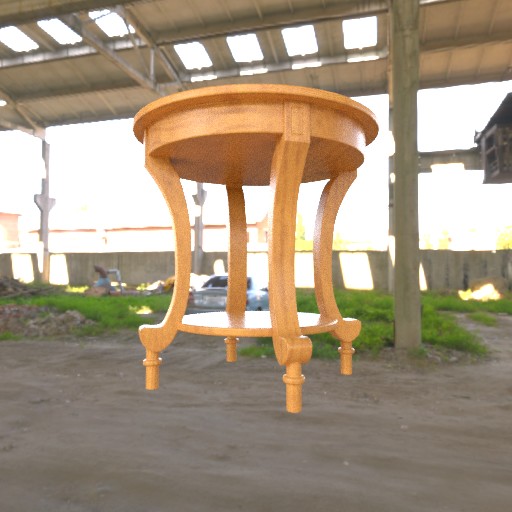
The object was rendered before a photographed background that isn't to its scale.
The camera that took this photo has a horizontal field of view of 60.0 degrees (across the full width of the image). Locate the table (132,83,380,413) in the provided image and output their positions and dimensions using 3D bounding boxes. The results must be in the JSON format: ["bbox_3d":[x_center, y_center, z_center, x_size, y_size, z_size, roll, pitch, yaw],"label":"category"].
[{"bbox_3d":[0.000,0.000,1.099,0.597,0.612,0.597,0,-2,0],"label":"table"}]
